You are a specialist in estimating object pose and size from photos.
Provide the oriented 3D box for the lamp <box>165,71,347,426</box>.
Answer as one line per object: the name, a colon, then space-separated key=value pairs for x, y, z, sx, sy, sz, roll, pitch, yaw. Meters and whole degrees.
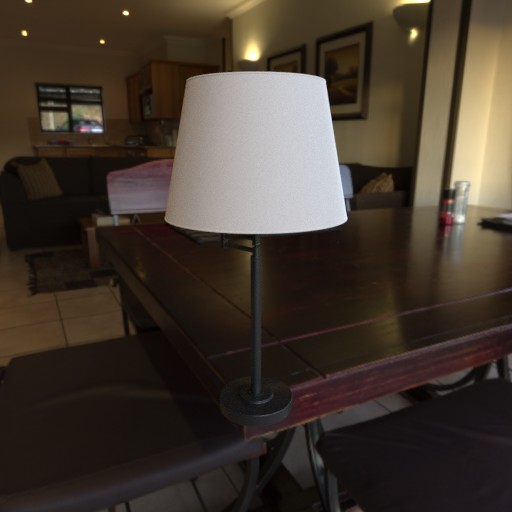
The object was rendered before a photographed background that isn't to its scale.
lamp: x=0.000 y=0.000 z=0.919 sx=0.363 sy=0.696 sz=0.363 roll=0 pitch=14 yaw=0
